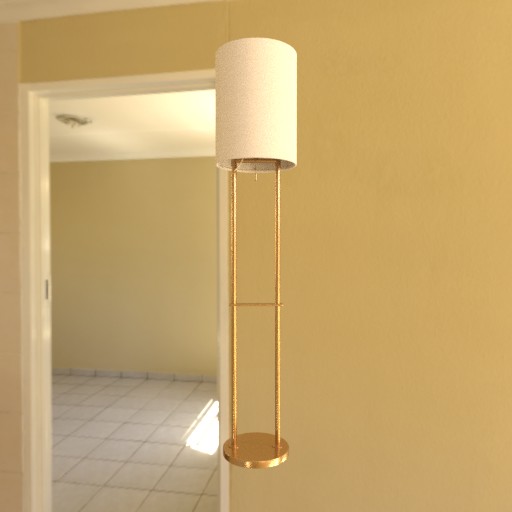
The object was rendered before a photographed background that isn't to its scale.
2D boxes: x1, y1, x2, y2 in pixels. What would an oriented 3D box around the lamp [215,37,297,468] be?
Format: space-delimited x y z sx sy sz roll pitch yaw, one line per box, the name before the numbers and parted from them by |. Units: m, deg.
lamp | 0.000 0.000 1.680 0.306 1.500 0.305 0 1 0
